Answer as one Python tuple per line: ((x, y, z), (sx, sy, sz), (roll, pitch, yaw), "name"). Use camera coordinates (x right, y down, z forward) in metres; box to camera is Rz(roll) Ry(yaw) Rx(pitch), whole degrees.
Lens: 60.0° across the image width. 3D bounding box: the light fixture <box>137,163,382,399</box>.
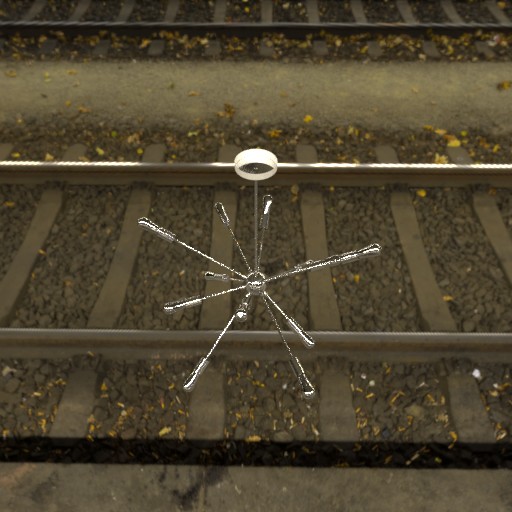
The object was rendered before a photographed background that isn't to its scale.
((0.000, 0.000, 1.094), (0.509, 0.558, 0.684), (-15, 49, -14), "light fixture")
